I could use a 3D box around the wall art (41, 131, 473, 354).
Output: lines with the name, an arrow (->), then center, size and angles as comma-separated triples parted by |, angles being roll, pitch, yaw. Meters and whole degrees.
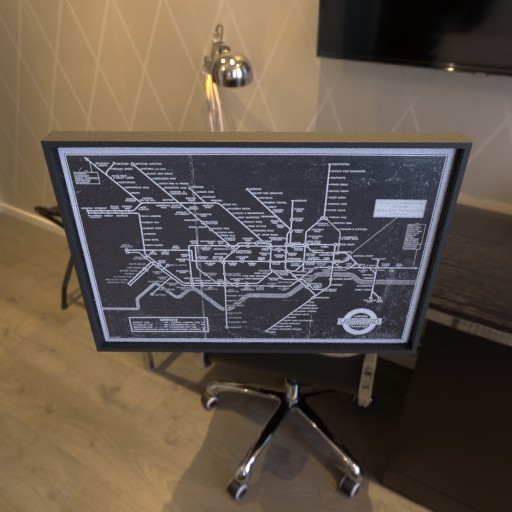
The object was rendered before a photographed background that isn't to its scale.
wall art -> 0.000, 0.000, 0.832 | 0.671, 0.456, 0.051 | 0, 33, 0
